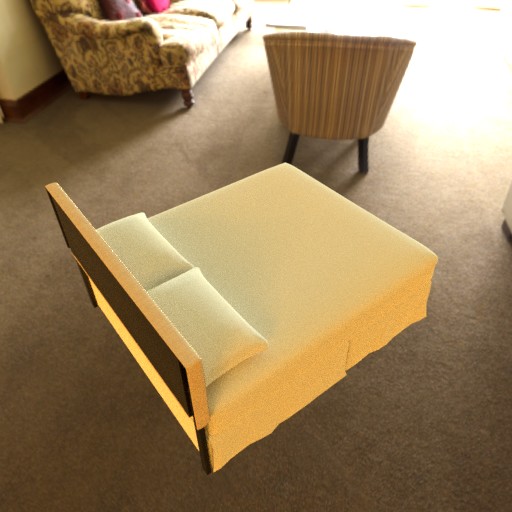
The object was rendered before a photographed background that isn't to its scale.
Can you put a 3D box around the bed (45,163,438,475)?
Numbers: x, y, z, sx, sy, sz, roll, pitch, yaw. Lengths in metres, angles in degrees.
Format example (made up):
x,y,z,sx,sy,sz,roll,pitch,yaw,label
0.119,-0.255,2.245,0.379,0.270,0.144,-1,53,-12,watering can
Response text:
x,y,z,sx,sy,sz,roll,pitch,yaw,label
0.000,0.000,2.867,1.876,1.016,1.616,-27,49,-27,bed
